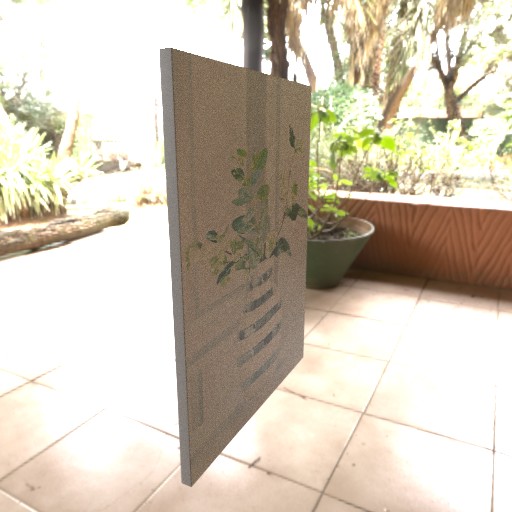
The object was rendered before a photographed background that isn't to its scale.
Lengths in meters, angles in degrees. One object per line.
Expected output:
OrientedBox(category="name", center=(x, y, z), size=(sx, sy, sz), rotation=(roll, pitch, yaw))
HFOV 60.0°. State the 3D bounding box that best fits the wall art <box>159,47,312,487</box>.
OrientedBox(category="wall art", center=(0.000, 0.000, 1.569), size=(0.038, 1.212, 0.914), rotation=(8, 17, 26))
